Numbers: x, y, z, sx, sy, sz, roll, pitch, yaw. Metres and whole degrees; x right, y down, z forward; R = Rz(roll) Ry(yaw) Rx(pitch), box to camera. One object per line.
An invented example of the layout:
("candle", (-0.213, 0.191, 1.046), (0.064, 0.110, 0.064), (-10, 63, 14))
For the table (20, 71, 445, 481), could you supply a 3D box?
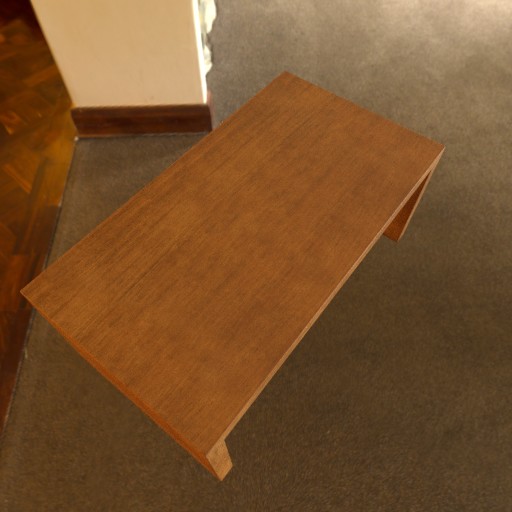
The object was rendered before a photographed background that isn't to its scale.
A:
("table", (0.000, 0.000, 1.278), (0.549, 0.419, 1.000), (33, 63, 19))
